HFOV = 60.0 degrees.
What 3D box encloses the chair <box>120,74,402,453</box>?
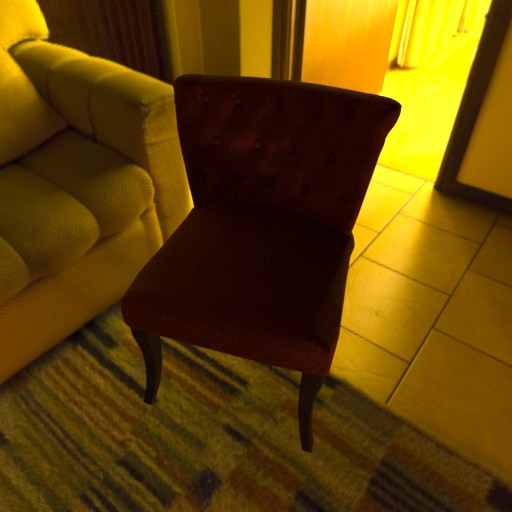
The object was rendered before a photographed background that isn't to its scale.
[{"bbox_3d":[0.000,0.000,1.185,0.582,0.750,0.605,12,43,13],"label":"chair"}]
